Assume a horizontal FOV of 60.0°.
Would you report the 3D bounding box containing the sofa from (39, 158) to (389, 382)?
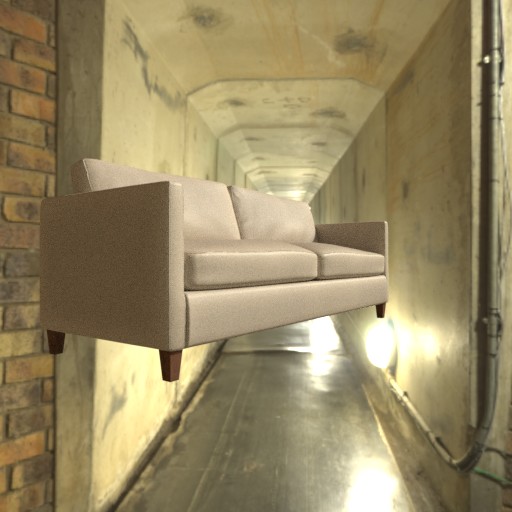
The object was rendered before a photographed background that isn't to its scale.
[{"bbox_3d":[0.000,0.000,2.838,0.951,0.968,2.361,0,0,36],"label":"sofa"}]
